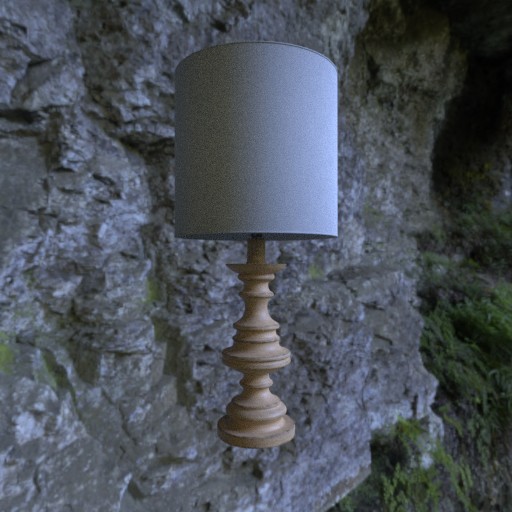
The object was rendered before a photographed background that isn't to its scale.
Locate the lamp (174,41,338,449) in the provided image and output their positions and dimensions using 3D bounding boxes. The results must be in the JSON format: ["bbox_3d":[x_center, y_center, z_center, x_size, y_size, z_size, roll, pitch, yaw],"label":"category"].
[{"bbox_3d":[0.000,0.000,0.573,0.208,0.455,0.208,0,0,38],"label":"lamp"}]
